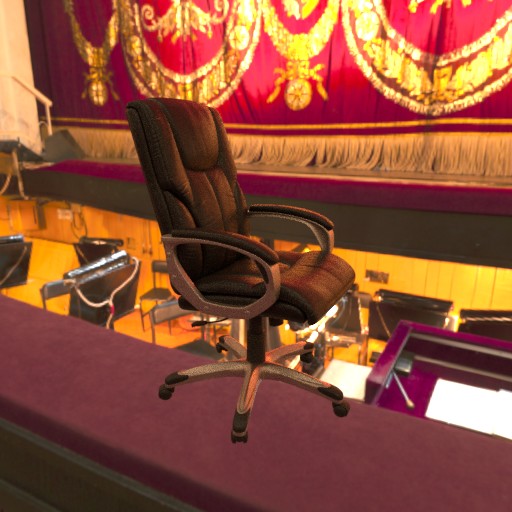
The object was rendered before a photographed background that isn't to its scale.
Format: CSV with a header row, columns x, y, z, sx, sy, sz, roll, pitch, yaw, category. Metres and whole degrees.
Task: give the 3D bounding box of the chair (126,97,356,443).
x,y,z,sx,sy,sz,roll,pitch,yaw,category
0.000,0.000,1.676,0.780,1.145,0.700,8,18,26,chair
